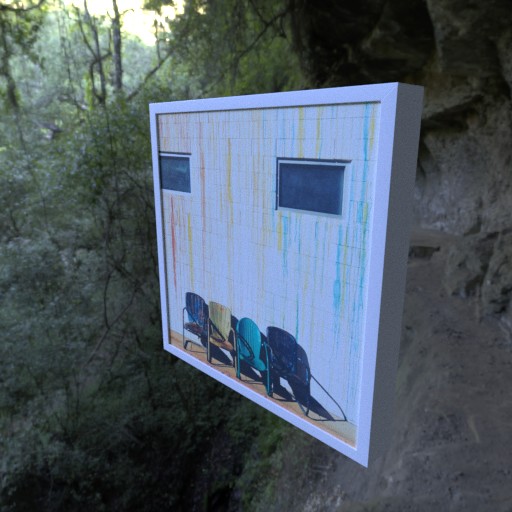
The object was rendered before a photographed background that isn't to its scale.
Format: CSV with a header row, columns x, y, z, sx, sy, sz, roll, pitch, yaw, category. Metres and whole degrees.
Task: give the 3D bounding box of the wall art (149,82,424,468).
x,y,z,sx,sy,sz,roll,pitch,yaw,category
0.000,0.000,0.450,0.038,0.305,0.305,-15,21,-43,wall art
